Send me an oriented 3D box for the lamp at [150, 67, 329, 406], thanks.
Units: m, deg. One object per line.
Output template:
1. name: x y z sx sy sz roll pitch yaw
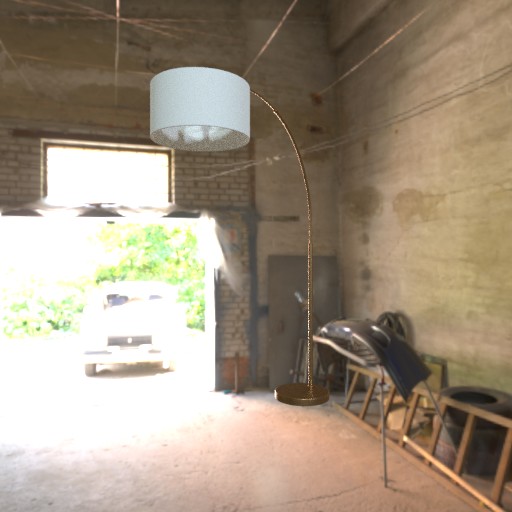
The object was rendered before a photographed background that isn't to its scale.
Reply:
1. lamp: 0.000 0.000 2.601 0.493 1.927 1.434 0 0 36
